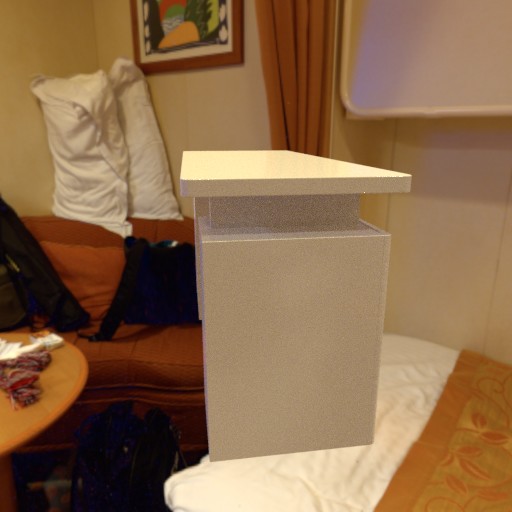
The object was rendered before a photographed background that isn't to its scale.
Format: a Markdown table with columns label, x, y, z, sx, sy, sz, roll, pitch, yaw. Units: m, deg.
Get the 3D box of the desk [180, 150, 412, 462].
| label | x | y | z | sx | sy | sz | roll | pitch | yaw |
| --- | --- | --- | --- | --- | --- | --- | --- | --- | --- |
| desk | 0.000 | 0.000 | 1.775 | 0.550 | 0.762 | 1.400 | -2 | 16 | -8 |
